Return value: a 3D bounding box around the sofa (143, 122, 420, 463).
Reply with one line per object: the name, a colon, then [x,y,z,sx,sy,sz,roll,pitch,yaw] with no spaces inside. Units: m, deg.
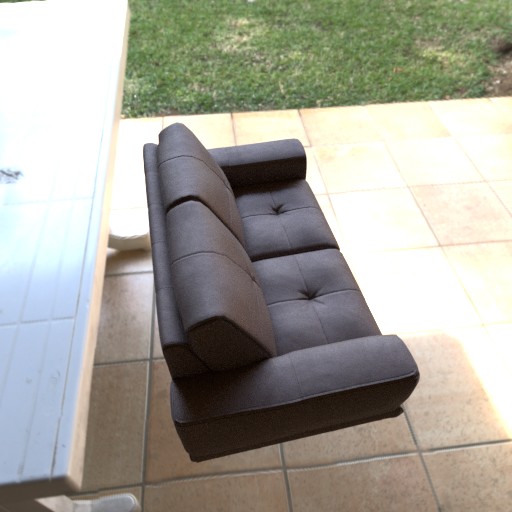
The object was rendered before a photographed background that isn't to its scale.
sofa: [0.000,0.000,2.348,1.018,0.907,1.806,-9,48,-9]
